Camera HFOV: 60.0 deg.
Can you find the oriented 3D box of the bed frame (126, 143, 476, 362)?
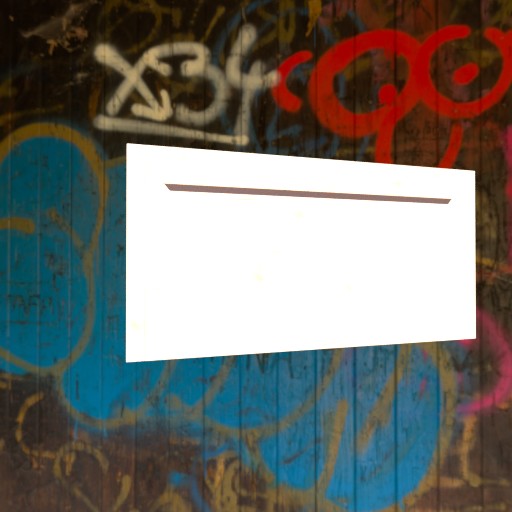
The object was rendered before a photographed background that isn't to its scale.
[{"bbox_3d":[0.000,0.000,3.089,1.800,0.900,2.080,0,-1,-18],"label":"bed frame"}]
